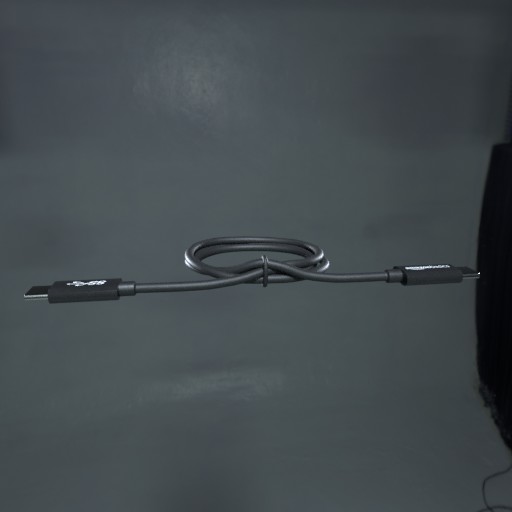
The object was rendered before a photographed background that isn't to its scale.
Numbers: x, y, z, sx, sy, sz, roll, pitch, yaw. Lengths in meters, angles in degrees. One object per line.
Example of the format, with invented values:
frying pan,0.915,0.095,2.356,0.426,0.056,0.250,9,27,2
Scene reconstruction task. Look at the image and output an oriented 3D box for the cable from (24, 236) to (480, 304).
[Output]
cable,0.000,0.000,0.209,0.186,0.014,0.070,-2,16,-8
